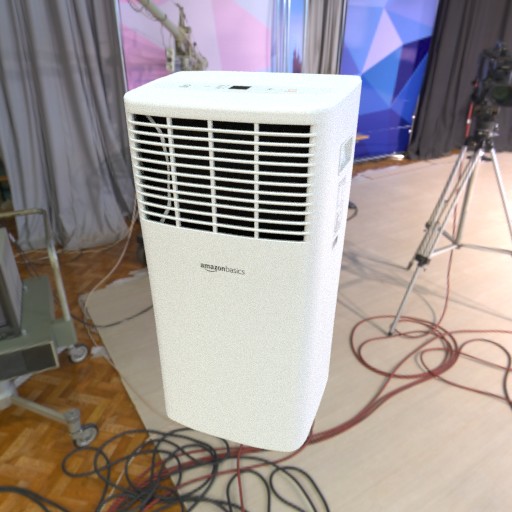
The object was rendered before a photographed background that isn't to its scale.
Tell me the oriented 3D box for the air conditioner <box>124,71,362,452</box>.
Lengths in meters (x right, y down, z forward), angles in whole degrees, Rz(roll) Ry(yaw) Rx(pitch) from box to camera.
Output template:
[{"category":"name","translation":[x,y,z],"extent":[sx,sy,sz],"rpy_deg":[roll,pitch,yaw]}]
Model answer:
[{"category":"air conditioner","translation":[0.000,0.000,0.803],"extent":[0.304,0.606,0.349],"rpy_deg":[9,29,17]}]
